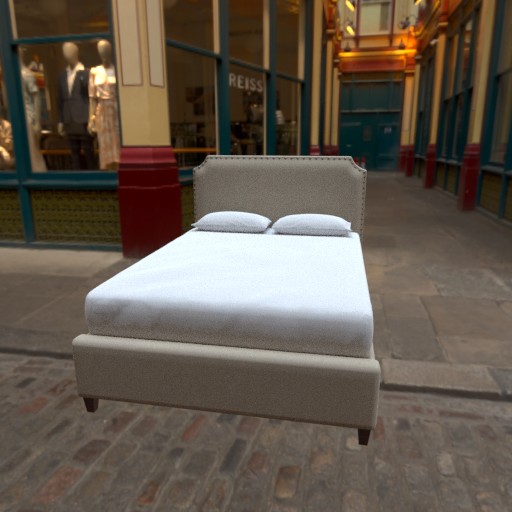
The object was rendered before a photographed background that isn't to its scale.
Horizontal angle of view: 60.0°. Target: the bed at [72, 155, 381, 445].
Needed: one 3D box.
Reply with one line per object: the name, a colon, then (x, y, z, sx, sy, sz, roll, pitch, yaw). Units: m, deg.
bed: (0.000, 0.000, 3.391, 1.703, 1.415, 2.329, 3, 15, 10)
